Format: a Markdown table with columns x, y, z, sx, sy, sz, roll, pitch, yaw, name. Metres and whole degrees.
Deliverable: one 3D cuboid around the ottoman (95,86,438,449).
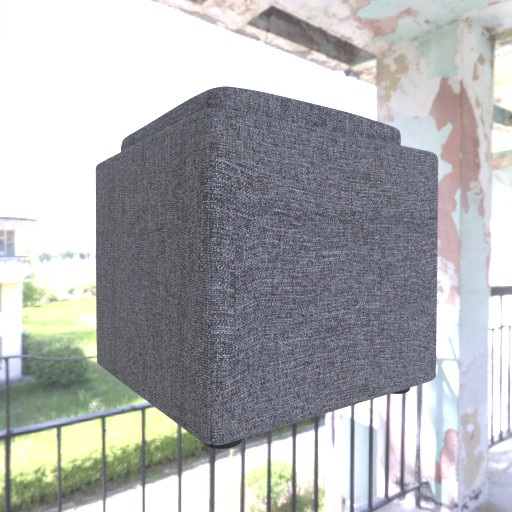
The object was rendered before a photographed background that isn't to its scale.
| x | y | z | sx | sy | sz | roll | pitch | yaw | name |
| --- | --- | --- | --- | --- | --- | --- | --- | --- | --- |
| 0.000 | 0.000 | 0.800 | 0.450 | 0.460 | 0.450 | -1 | 2 | -35 | ottoman |
